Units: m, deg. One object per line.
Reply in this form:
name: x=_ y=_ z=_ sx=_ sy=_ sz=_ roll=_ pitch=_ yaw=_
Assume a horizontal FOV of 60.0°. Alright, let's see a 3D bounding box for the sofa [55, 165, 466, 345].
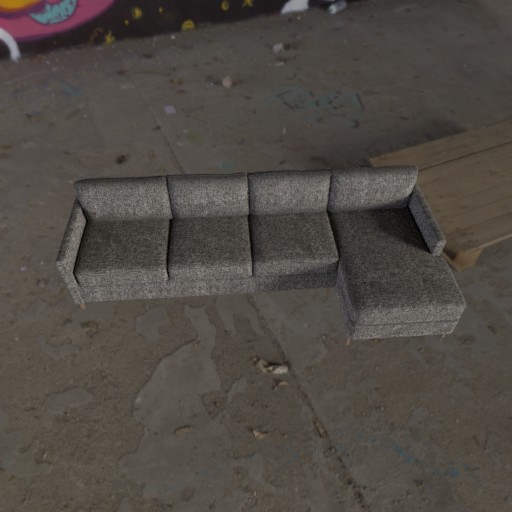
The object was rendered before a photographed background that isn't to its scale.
sofa: x=0.000 y=0.000 z=4.059 sx=3.384 sy=0.970 sz=1.488 roll=-3 pitch=47 yaw=-3
